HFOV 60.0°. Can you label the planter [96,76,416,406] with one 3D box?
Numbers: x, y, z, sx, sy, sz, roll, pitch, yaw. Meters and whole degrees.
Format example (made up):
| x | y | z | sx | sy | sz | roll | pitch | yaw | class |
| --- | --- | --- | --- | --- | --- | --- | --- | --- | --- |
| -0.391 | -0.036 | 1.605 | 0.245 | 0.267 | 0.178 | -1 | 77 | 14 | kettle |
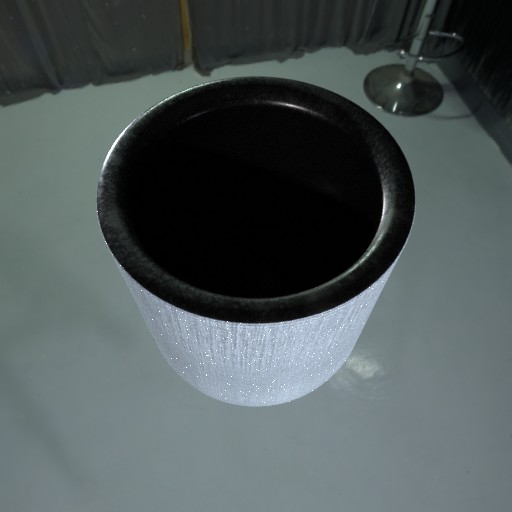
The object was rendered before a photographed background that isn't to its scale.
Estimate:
| x | y | z | sx | sy | sz | roll | pitch | yaw | class |
| --- | --- | --- | --- | --- | --- | --- | --- | --- | --- |
| 0.000 | 0.000 | 0.286 | 0.160 | 0.156 | 0.160 | 0 | 59 | 0 | planter |
